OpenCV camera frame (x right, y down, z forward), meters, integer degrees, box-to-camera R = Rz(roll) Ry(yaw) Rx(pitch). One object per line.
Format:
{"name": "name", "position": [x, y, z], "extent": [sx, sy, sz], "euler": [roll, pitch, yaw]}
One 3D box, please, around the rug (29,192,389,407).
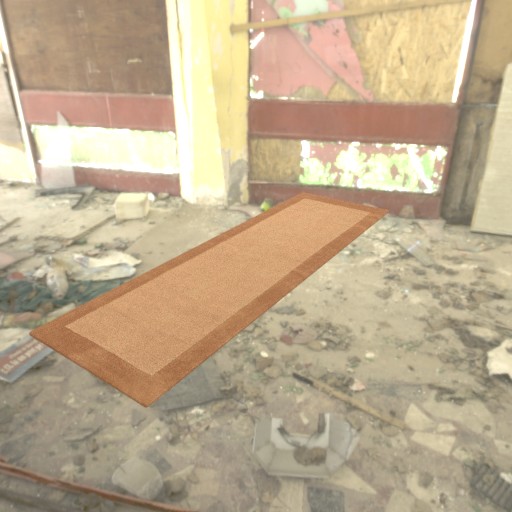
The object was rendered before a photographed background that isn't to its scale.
{"name": "rug", "position": [0.000, 0.000, 2.669], "extent": [0.764, 0.017, 2.439], "euler": [17, 31, 31]}
